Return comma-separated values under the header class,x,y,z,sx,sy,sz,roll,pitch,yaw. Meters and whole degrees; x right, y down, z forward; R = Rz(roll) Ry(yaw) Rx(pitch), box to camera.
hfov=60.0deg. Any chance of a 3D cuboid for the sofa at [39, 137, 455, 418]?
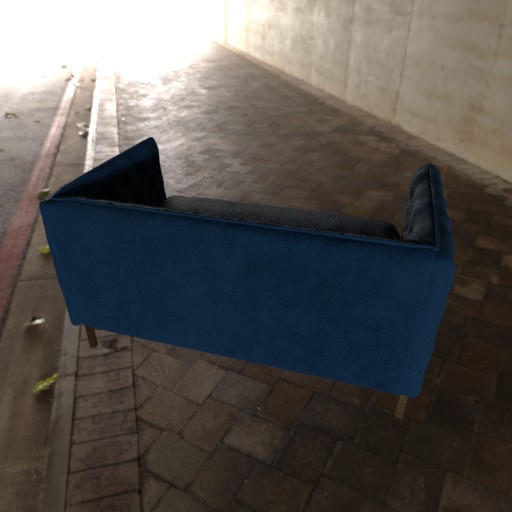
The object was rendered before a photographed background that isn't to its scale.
class,x,y,z,sx,sy,sz,roll,pitch,yaw
sofa,0.000,0.000,2.108,1.583,0.810,0.909,9,32,14
